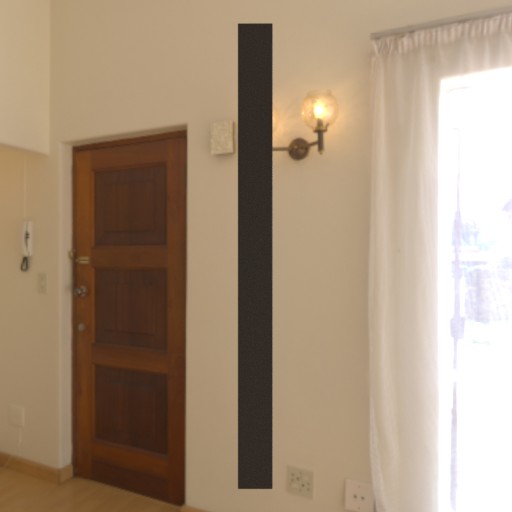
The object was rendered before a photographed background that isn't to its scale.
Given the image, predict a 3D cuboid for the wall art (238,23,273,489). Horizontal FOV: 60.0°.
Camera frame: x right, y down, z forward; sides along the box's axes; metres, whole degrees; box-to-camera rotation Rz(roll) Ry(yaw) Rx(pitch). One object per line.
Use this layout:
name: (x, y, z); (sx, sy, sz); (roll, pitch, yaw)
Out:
wall art: (0.000, 0.000, 0.736); (0.038, 0.507, 0.507); (0, 0, 0)
